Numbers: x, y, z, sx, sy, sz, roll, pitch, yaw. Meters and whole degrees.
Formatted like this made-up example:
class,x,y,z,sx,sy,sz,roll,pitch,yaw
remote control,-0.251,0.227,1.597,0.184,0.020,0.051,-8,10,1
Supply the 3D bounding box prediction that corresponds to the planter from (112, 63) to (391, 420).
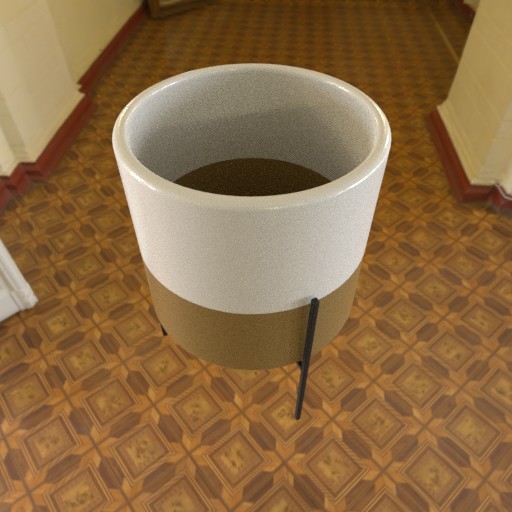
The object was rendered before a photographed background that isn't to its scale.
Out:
class,x,y,z,sx,sy,sz,roll,pitch,yaw
planter,0.000,0.000,0.638,0.310,0.432,0.310,-32,54,-27
